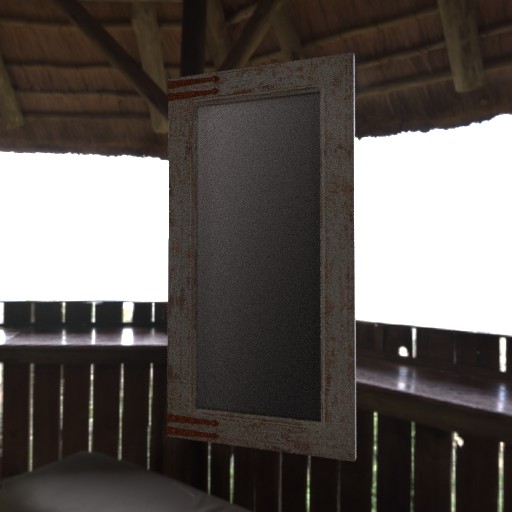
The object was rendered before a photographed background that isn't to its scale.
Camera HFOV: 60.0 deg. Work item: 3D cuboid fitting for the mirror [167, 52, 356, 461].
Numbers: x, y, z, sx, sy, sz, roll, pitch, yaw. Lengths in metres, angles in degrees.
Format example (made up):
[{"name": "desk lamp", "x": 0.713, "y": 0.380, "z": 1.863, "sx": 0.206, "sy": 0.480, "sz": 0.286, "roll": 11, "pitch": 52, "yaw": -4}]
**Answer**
[{"name": "mirror", "x": 0.000, "y": 0.000, "z": 1.079, "sx": 0.472, "sy": 0.922, "sz": 0.027, "roll": 0, "pitch": -1, "yaw": 18}]
